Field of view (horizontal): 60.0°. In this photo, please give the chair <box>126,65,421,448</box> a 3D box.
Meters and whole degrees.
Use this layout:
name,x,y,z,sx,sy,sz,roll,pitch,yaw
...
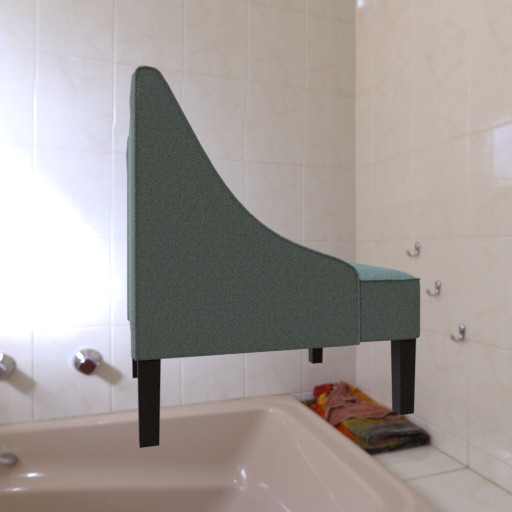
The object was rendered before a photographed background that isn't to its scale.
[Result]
name,x,y,z,sx,sy,sz,roll,pitch,yaw
chair,0.000,0.000,1.844,1.025,1.133,0.857,0,1,-17
